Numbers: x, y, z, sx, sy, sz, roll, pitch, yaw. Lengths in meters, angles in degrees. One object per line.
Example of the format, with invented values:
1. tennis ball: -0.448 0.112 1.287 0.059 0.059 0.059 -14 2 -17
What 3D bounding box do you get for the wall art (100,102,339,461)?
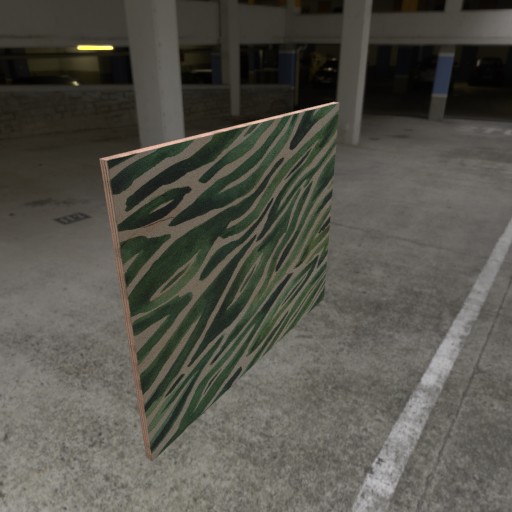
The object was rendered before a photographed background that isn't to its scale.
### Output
1. wall art: 0.000 0.000 0.696 0.012 0.408 0.508 17 31 31
